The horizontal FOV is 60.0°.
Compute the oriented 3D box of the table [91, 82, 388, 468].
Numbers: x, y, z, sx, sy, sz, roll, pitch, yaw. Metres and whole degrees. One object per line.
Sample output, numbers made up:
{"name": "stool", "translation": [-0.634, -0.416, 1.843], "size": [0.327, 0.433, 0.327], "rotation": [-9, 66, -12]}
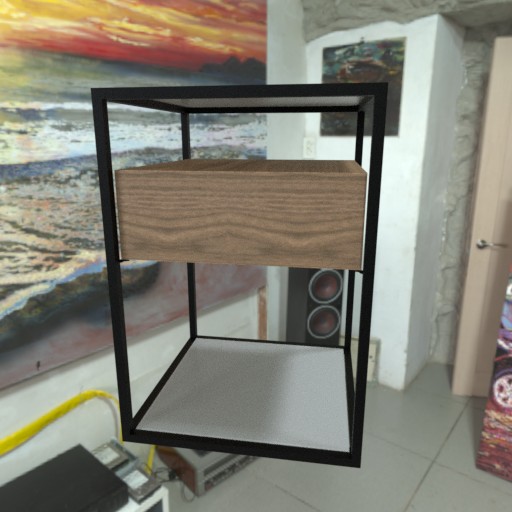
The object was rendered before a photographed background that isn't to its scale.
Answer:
{"name": "table", "translation": [0.000, 0.000, 0.801], "size": [0.378, 0.540, 0.378], "rotation": [2, 15, 9]}
